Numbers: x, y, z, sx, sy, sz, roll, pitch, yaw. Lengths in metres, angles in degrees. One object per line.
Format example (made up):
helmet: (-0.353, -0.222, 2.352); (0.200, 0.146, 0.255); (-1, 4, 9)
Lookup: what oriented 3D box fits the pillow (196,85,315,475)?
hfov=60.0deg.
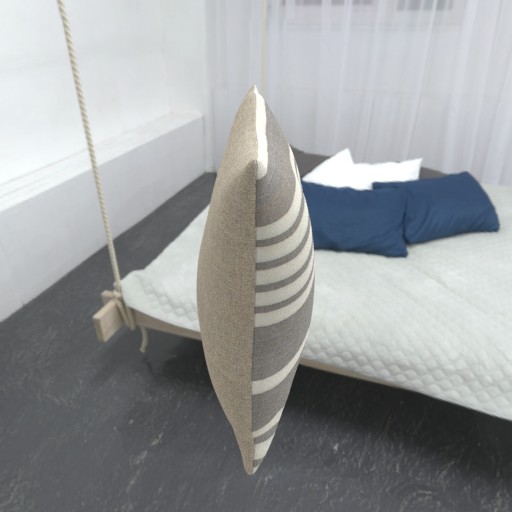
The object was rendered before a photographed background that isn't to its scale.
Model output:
pillow: (0.000, 0.000, 0.681); (0.182, 0.440, 0.439); (0, 31, 0)
